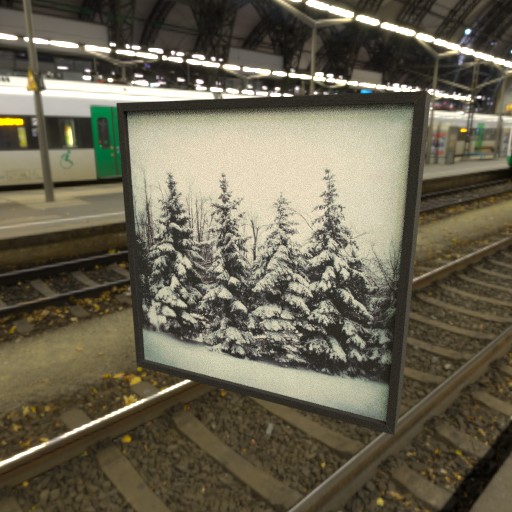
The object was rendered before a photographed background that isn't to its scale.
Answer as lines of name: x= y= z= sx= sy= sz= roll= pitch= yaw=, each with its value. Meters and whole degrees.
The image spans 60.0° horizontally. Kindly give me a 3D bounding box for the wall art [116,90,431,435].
wall art: x=0.000 y=0.000 z=0.456 sx=0.305 sy=0.305 sz=0.037 roll=7 pitch=17 yaw=24
